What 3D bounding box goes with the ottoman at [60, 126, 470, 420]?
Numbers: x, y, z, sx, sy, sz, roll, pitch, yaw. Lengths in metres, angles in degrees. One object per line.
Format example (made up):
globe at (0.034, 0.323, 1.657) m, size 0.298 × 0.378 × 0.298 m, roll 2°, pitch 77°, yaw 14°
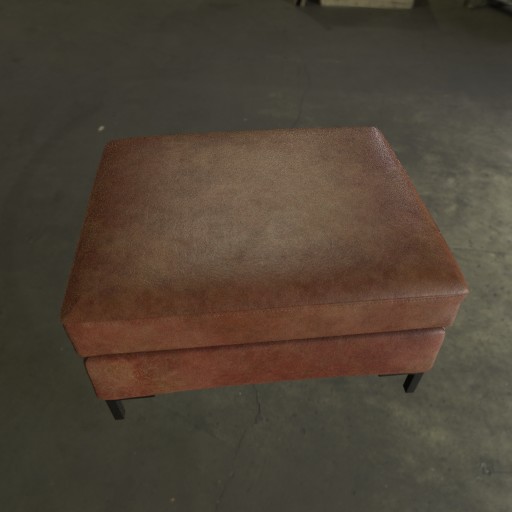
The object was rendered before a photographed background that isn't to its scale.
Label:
ottoman at (0.000, 0.000, 1.759) m, size 1.186 × 0.667 × 0.965 m, roll -4°, pitch 45°, yaw -4°
